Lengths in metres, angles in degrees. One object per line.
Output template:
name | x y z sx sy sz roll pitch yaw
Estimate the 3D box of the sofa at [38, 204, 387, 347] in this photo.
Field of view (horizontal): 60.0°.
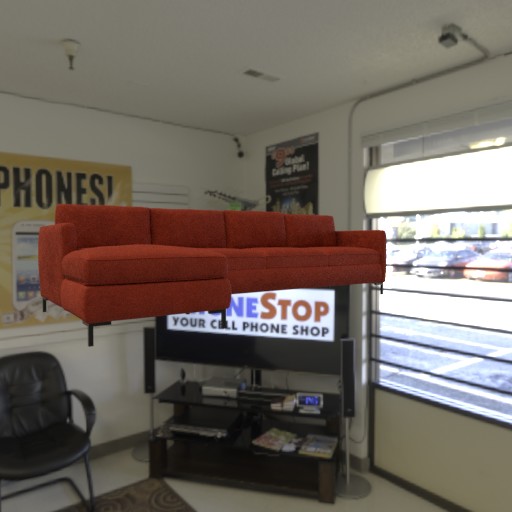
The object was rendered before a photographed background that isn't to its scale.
sofa | 0.000 0.000 2.912 2.467 0.663 1.136 -1 2 -35
